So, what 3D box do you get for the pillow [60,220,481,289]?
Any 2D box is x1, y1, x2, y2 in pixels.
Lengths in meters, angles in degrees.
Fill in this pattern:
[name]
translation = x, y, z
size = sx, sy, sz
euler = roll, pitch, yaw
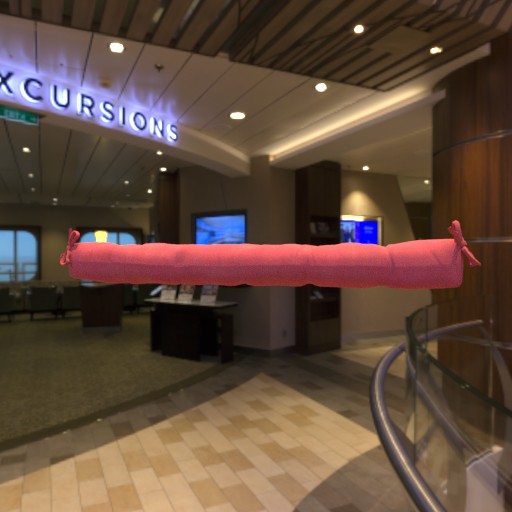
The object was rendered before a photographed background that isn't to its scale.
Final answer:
[pillow]
translation = 0.000, 0.000, 1.366
size = 1.194, 0.174, 0.511
euler = 0, 0, 18
